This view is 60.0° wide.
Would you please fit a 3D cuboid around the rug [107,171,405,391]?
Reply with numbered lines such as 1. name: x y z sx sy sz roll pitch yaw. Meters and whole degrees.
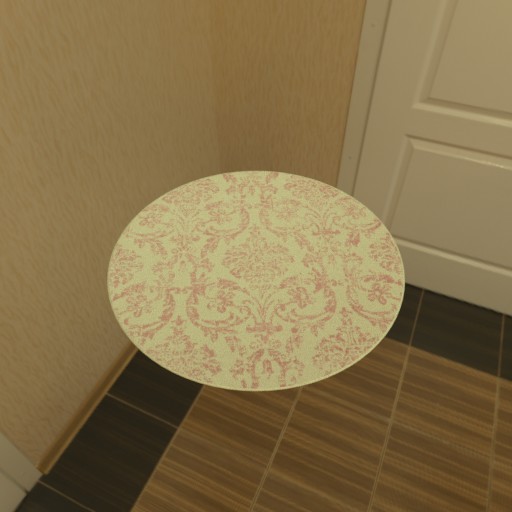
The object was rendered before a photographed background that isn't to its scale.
1. rug: 0.000 0.000 2.434 1.593 0.012 1.593 0 46 0
